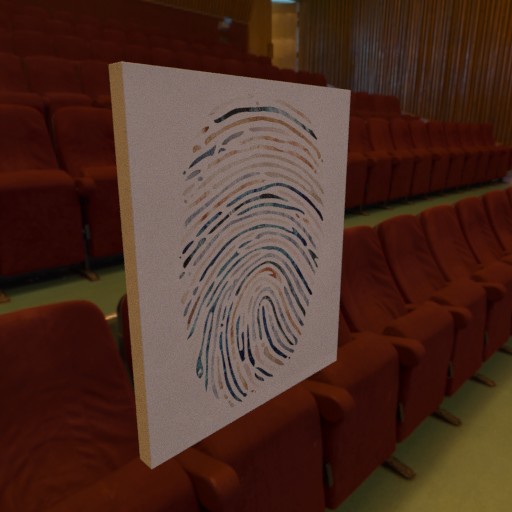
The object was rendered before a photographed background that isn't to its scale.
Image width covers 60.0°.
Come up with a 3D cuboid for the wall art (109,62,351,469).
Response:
[{"bbox_3d":[0.000,0.000,0.817,0.037,0.606,0.508,15,21,43],"label":"wall art"}]
